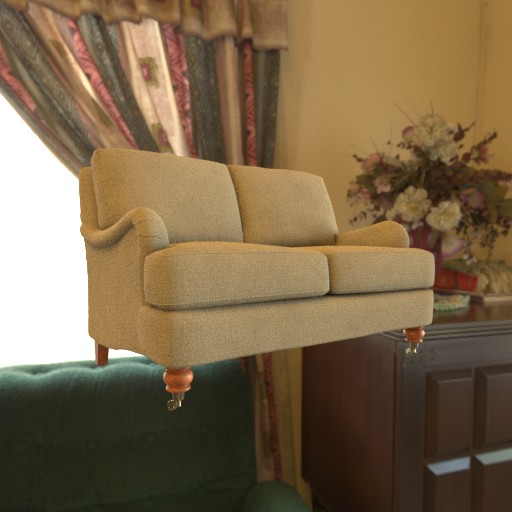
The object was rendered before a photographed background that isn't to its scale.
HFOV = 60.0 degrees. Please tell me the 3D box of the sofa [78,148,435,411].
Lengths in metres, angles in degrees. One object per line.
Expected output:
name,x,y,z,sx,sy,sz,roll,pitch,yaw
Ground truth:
sofa,0.000,0.000,2.177,1.480,0.999,1.087,-1,1,-36
